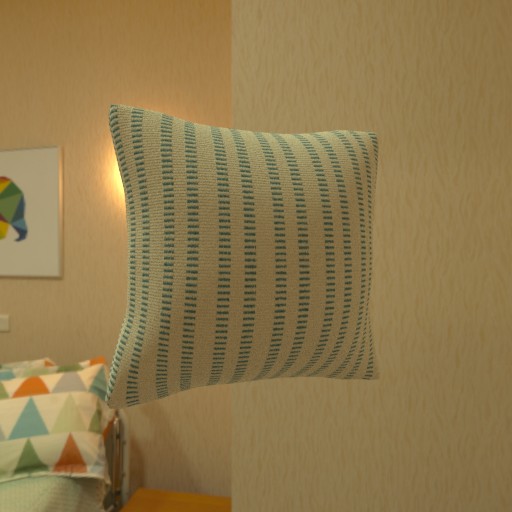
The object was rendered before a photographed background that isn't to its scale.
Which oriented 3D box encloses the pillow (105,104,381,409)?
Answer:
[{"bbox_3d":[0.000,0.000,0.679,0.438,0.419,0.247,0,0,-19],"label":"pillow"}]
